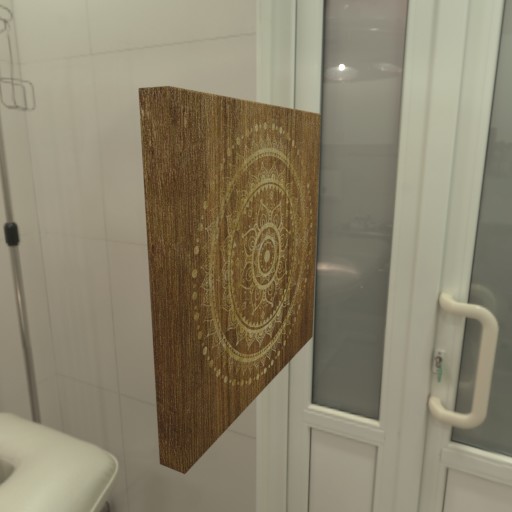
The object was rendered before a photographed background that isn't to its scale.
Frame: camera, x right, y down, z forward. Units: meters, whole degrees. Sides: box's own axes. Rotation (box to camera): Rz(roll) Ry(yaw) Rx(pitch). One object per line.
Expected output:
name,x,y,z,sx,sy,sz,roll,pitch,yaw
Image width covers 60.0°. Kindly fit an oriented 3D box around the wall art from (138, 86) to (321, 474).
wall art,0.000,0.000,0.621,0.039,0.403,0.406,7,16,26
